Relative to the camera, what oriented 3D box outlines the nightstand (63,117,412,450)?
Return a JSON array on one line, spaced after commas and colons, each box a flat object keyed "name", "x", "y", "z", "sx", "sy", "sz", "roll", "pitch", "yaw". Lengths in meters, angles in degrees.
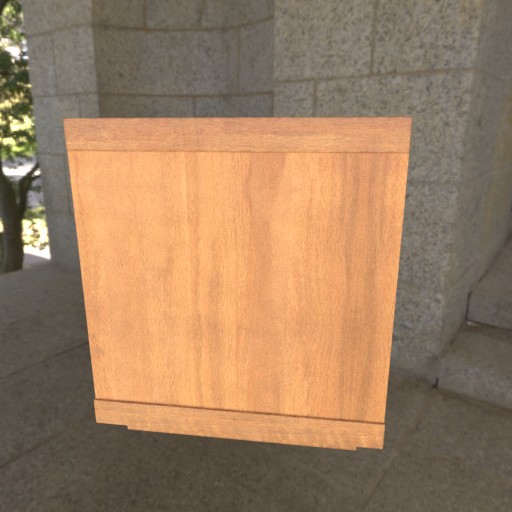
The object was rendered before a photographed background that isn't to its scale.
[{"name": "nightstand", "x": 0.000, "y": 0.000, "z": 0.840, "sx": 0.436, "sy": 0.491, "sz": 0.493, "roll": 2, "pitch": 16, "yaw": 8}]
